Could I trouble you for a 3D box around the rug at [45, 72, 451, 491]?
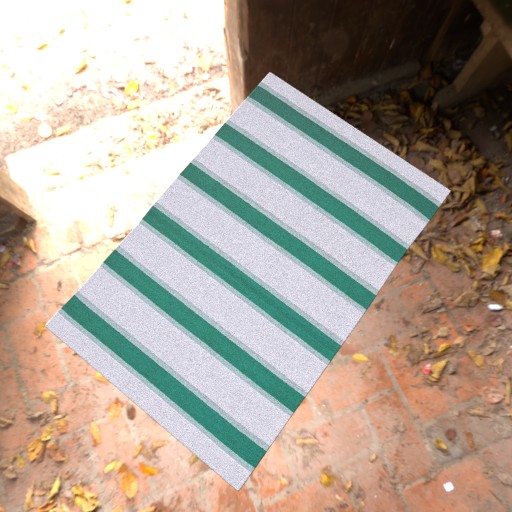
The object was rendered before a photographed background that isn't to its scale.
[{"bbox_3d":[0.000,0.000,2.266,1.210,0.012,1.829,37,78,9],"label":"rug"}]
